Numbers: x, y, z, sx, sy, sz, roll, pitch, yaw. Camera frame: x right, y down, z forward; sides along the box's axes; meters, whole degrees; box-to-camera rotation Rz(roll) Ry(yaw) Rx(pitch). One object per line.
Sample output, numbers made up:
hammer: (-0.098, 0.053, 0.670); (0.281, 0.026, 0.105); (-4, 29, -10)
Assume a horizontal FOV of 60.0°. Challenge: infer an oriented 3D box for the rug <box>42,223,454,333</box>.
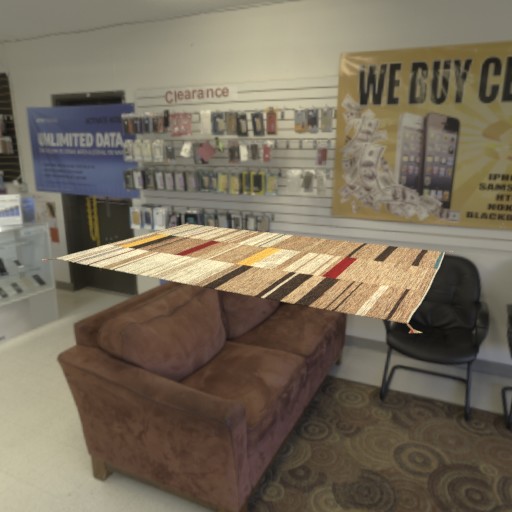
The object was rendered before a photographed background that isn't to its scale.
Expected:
rug: (0.000, 0.000, 2.420); (1.918, 0.007, 1.268); (8, 17, 28)
